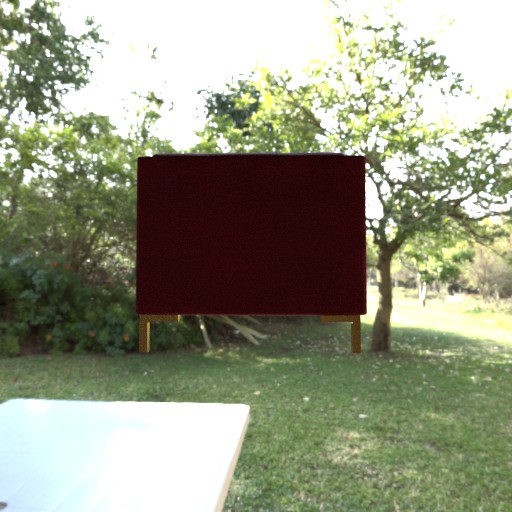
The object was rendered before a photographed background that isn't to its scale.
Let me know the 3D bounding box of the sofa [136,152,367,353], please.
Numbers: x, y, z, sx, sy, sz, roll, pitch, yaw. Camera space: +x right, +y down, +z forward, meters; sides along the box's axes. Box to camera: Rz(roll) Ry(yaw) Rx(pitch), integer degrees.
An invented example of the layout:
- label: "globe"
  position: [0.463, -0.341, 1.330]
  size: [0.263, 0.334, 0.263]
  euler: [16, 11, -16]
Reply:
- label: "sofa"
  position: [0.000, 0.000, 2.500]
  size: [0.796, 0.705, 2.102]
  euler: [0, -2, 1]
